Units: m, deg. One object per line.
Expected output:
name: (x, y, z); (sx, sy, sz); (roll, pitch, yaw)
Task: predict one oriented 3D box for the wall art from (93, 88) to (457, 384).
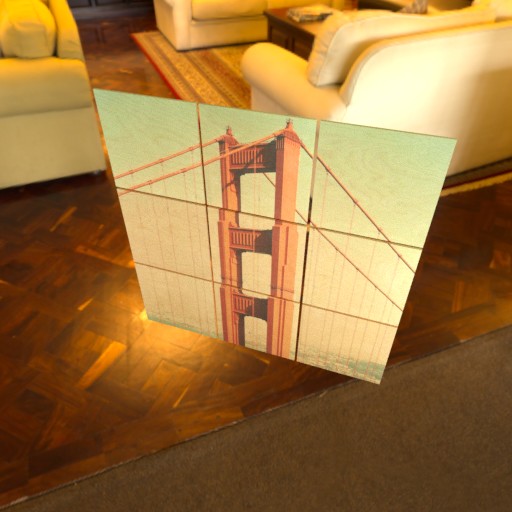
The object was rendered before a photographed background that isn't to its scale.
wall art: (0.000, 0.000, 2.264); (1.517, 1.523, 0.013); (13, 42, 14)
